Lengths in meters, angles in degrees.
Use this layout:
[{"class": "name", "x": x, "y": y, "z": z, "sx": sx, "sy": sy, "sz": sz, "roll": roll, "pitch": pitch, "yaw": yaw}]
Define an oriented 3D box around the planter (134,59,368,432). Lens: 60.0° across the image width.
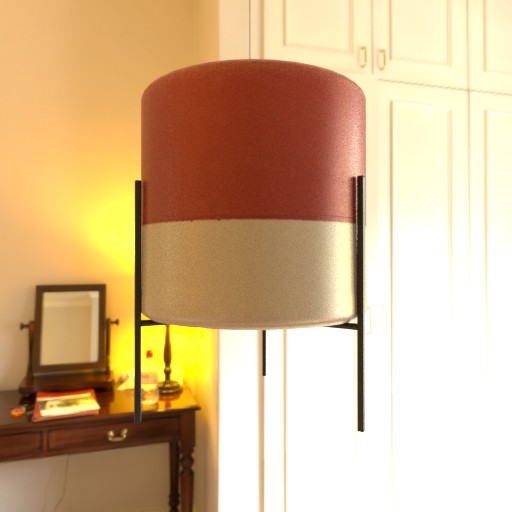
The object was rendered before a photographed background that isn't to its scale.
[{"class": "planter", "x": 0.000, "y": 0.000, "z": 0.689, "sx": 0.354, "sy": 0.465, "sz": 0.345, "roll": 0, "pitch": -1, "yaw": 36}]
